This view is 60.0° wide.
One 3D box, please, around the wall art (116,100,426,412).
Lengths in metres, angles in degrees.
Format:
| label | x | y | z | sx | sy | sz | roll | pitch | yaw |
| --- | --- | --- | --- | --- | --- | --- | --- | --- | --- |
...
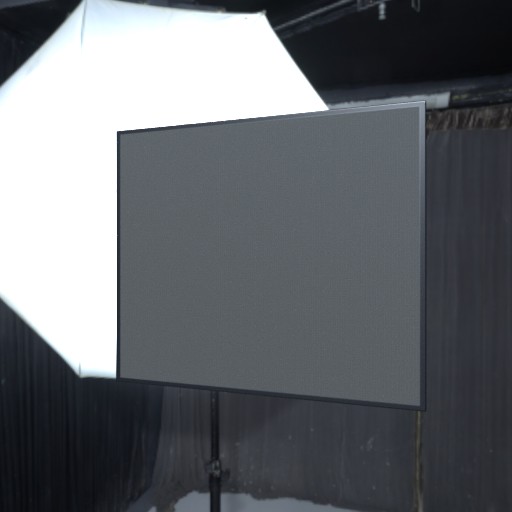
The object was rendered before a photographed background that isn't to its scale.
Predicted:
| label | x | y | z | sx | sy | sz | roll | pitch | yaw |
| --- | --- | --- | --- | --- | --- | --- | --- | --- | --- |
| wall art | 0.000 | 0.000 | 0.727 | 0.521 | 0.450 | 0.018 | 0 | 0 | 17 |
